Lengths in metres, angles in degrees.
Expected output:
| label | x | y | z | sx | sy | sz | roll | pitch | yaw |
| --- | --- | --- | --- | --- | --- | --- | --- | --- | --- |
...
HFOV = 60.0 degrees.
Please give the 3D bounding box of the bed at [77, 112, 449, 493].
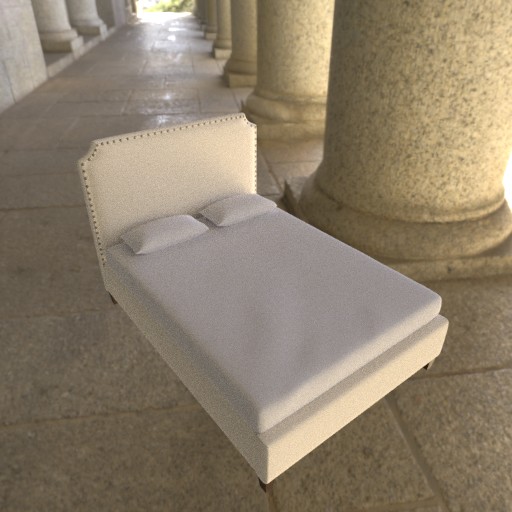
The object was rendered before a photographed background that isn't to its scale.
| label | x | y | z | sx | sy | sz | roll | pitch | yaw |
| --- | --- | --- | --- | --- | --- | --- | --- | --- | --- |
| bed | 0.000 | 0.000 | 3.373 | 1.712 | 1.497 | 2.372 | -22 | 38 | -31 |
